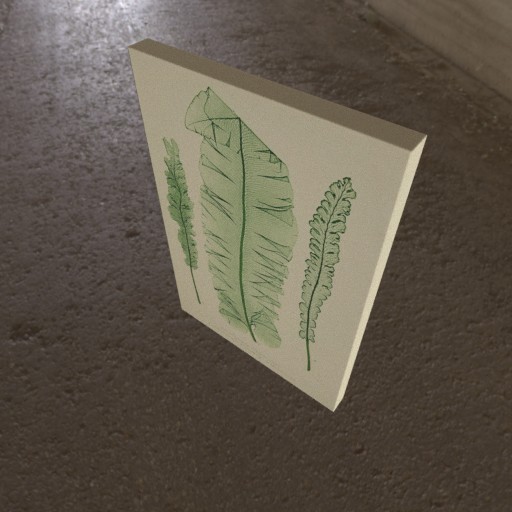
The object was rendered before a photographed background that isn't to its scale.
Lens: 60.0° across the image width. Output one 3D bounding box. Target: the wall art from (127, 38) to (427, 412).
[{"bbox_3d":[0.000,0.000,0.759,0.418,0.608,0.038,29,54,24],"label":"wall art"}]
